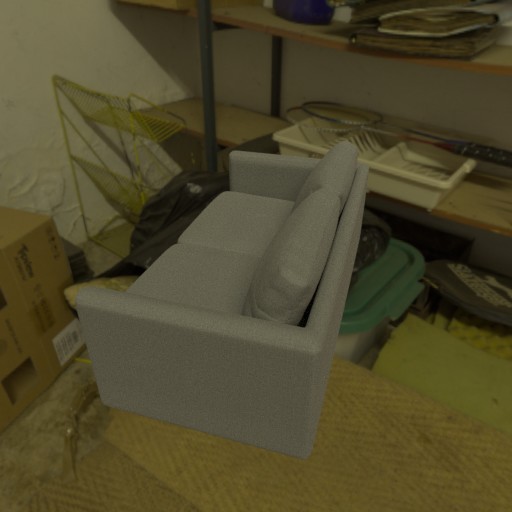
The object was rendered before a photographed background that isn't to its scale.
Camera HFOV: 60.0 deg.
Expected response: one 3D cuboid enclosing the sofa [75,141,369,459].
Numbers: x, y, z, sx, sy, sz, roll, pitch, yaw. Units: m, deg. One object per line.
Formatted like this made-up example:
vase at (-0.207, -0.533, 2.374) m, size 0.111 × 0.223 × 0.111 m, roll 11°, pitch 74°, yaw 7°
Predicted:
sofa at (0.000, 0.000, 2.271) m, size 0.940 × 0.866 × 1.713 m, roll 9°, pitch 32°, yaw 15°
